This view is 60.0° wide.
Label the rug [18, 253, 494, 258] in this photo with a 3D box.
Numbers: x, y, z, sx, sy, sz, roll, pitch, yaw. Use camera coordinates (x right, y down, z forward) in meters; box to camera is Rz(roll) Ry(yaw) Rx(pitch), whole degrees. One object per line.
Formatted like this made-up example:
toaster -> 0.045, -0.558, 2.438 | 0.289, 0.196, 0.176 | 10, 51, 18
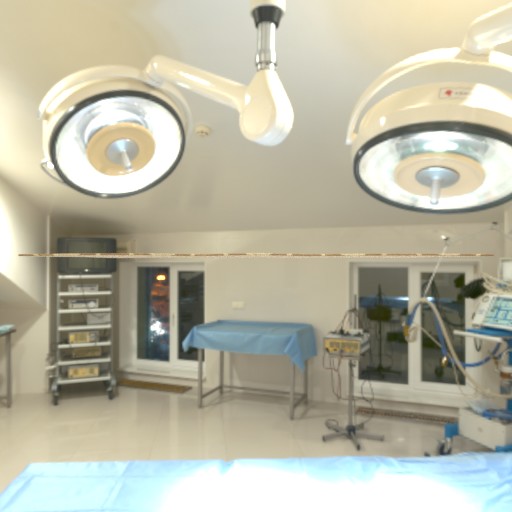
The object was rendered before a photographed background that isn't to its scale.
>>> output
rug -> 0.000, 0.000, 2.194 | 1.761, 0.013, 1.152 | 0, -1, 0
